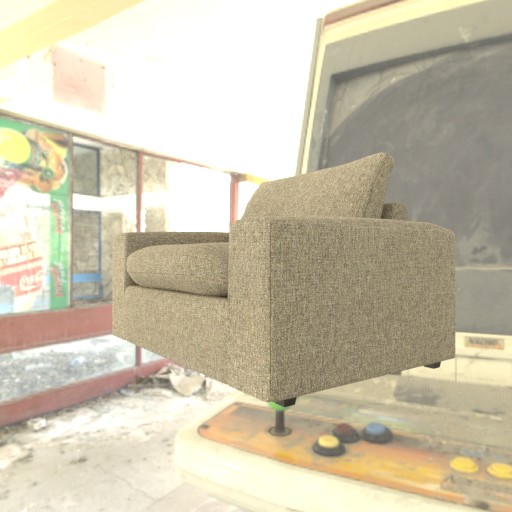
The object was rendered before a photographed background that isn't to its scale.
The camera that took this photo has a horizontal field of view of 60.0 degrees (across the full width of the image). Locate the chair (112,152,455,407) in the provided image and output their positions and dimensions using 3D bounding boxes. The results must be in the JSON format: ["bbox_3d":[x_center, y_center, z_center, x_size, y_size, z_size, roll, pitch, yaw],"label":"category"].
[{"bbox_3d":[0.000,0.000,2.097,1.039,0.915,1.398,0,0,-36],"label":"chair"}]
